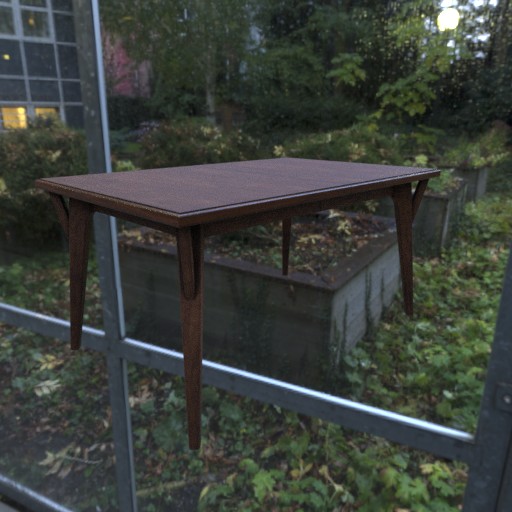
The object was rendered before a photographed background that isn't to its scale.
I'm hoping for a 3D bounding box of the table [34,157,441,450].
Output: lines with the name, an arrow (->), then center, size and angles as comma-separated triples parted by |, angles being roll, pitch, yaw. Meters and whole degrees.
table -> 0.000, 0.000, 2.064 | 1.524, 0.761, 0.990 | -16, 23, -42
